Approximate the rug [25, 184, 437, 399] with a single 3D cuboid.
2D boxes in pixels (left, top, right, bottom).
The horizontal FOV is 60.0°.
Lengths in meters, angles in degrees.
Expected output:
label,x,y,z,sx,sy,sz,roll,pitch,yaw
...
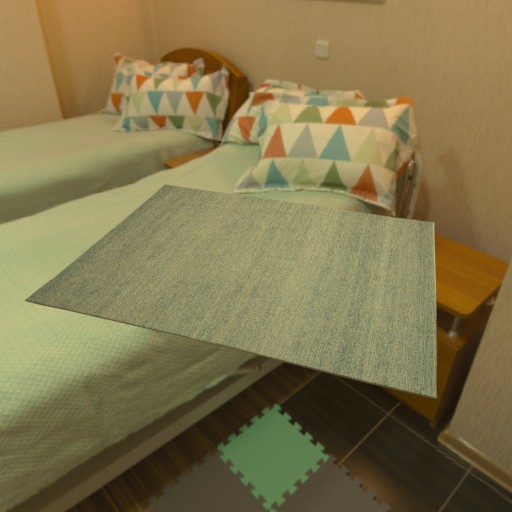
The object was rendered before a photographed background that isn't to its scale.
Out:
label,x,y,z,sx,sy,sz,roll,pitch,yaw
rug,0.000,0.000,4.204,3.237,0.046,2.461,10,34,15
